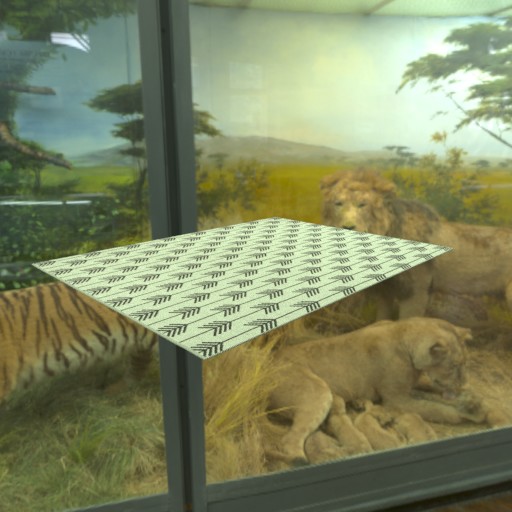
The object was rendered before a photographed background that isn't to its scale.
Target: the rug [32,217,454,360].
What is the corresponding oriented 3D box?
[{"bbox_3d":[0.000,0.000,4.003,2.330,0.010,3.061,15,21,43],"label":"rug"}]
